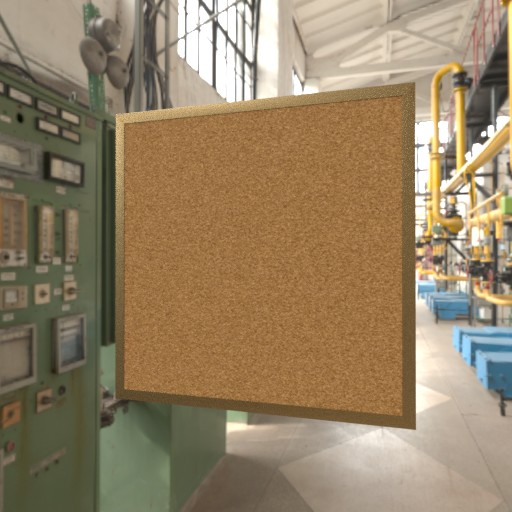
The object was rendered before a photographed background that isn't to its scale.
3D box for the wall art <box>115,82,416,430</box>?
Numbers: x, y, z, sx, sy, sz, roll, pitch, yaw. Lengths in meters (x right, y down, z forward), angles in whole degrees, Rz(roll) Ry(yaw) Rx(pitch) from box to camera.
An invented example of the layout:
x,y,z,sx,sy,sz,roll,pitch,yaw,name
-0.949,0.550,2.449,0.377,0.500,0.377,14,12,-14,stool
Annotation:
x,y,z,sx,sy,sz,roll,pitch,yaw,name
0.000,0.000,0.450,0.304,0.305,0.038,0,0,17,wall art
